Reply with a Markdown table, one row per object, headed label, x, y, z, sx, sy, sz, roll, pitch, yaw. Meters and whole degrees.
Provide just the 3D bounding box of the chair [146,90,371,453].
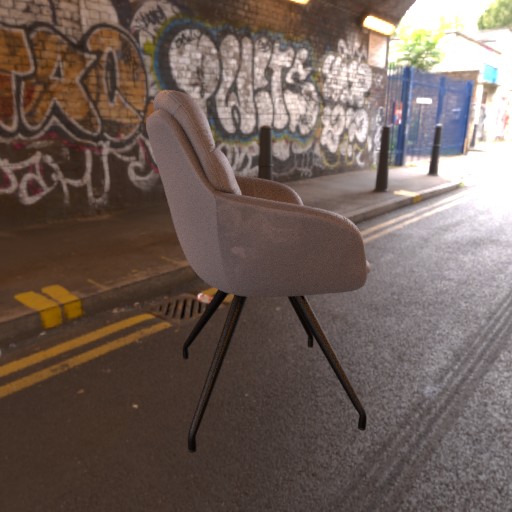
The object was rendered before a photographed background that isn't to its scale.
| label | x | y | z | sx | sy | sz | roll | pitch | yaw |
| --- | --- | --- | --- | --- | --- | --- | --- | --- | --- |
| chair | 0.000 | 0.000 | 1.287 | 0.569 | 0.888 | 0.579 | -3 | 17 | -10 |
